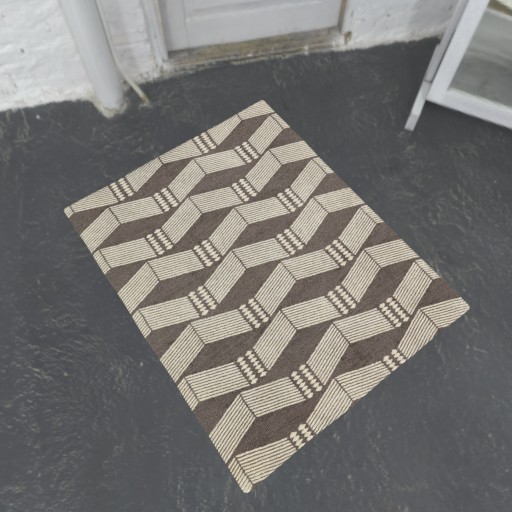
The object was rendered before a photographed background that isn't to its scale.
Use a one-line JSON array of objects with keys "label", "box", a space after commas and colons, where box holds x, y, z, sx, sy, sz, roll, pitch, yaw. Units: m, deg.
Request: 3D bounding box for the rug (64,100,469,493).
[{"label": "rug", "box": [0.000, 0.000, 4.107, 2.438, 0.016, 3.048, -34, 69, -15]}]
